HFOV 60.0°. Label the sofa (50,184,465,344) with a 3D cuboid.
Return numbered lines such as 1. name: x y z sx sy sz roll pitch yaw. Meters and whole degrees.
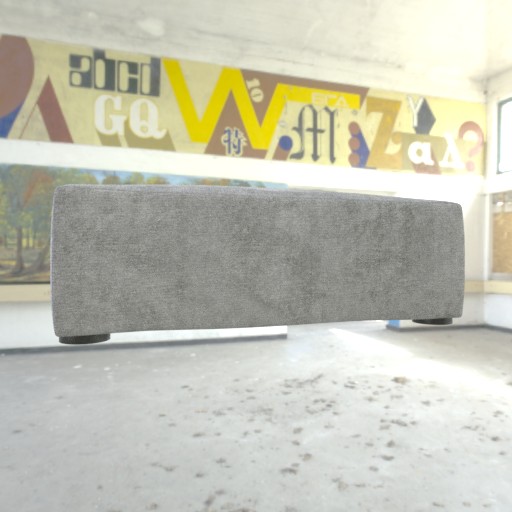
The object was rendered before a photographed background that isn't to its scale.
1. sofa: 0.000 0.000 1.156 0.930 0.330 0.480 0 0 -17
